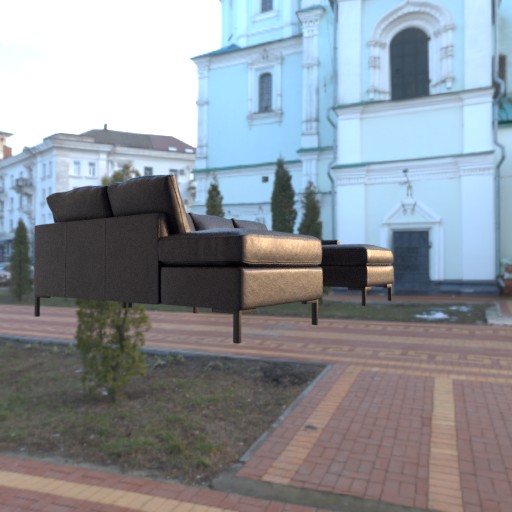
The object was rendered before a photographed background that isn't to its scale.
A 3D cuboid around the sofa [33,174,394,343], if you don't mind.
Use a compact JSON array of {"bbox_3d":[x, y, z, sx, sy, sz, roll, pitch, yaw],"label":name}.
[{"bbox_3d":[0.000,0.000,3.841,1.939,0.900,2.956,-1,-1,35],"label":"sofa"}]
